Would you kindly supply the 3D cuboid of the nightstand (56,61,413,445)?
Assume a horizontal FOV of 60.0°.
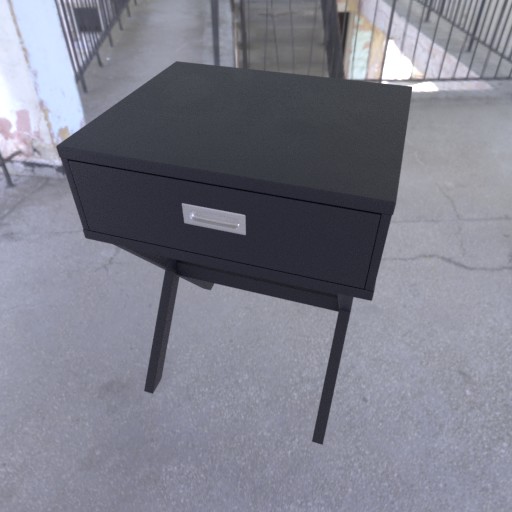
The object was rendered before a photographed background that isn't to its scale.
[{"bbox_3d":[0.000,0.000,0.932,0.479,0.623,0.402,12,42,13],"label":"nightstand"}]
